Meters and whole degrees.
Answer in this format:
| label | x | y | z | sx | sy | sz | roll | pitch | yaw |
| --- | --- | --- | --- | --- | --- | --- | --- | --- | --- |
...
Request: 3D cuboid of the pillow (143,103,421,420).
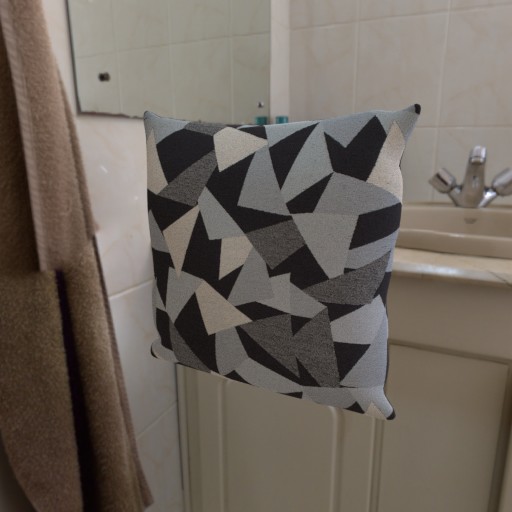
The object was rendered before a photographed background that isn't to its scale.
| label | x | y | z | sx | sy | sz | roll | pitch | yaw |
| --- | --- | --- | --- | --- | --- | --- | --- | --- | --- |
| pillow | 0.000 | 0.000 | 0.767 | 0.503 | 0.496 | 0.208 | 7 | 15 | 27 |
